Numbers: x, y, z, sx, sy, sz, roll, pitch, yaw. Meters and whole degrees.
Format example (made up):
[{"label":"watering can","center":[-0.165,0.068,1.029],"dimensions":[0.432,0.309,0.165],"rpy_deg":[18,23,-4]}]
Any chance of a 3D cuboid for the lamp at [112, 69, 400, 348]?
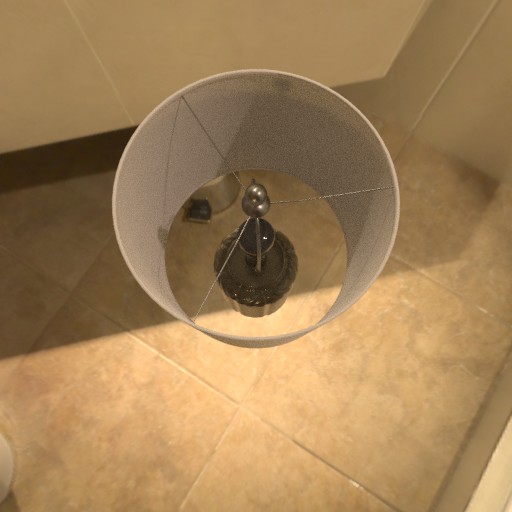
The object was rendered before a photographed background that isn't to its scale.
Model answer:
[{"label":"lamp","center":[0.000,0.000,0.495],"dimensions":[0.203,0.389,0.203],"rpy_deg":[-4,77,-1]}]
